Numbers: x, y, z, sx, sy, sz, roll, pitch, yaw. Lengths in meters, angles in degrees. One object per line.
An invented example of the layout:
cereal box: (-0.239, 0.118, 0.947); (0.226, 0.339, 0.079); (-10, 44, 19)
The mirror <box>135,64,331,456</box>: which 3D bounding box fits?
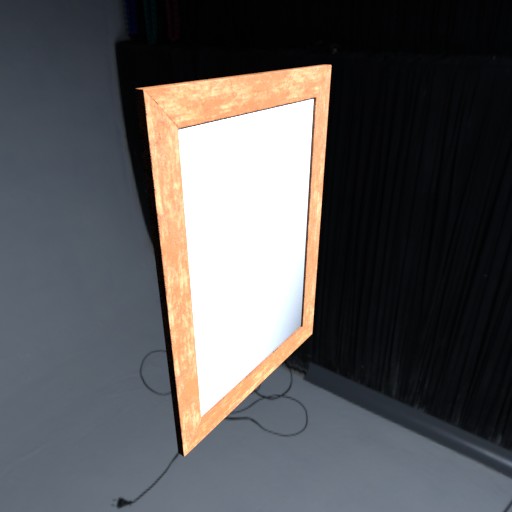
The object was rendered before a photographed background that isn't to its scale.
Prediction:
mirror: (0.000, 0.000, 1.439); (0.028, 1.099, 0.796); (19, 33, 32)
